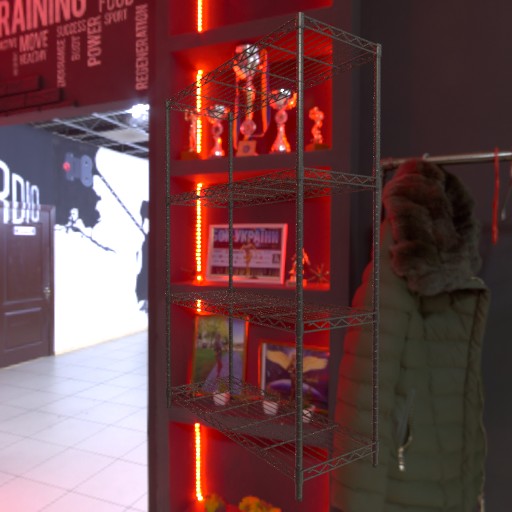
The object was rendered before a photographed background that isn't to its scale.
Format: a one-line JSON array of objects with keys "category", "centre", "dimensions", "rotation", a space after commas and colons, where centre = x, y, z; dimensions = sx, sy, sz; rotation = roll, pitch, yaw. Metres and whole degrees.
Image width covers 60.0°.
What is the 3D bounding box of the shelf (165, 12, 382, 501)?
[{"category": "shelf", "centre": [0.000, 0.000, 1.696], "dimensions": [0.352, 1.361, 0.907], "rotation": [-1, 1, -35]}]
